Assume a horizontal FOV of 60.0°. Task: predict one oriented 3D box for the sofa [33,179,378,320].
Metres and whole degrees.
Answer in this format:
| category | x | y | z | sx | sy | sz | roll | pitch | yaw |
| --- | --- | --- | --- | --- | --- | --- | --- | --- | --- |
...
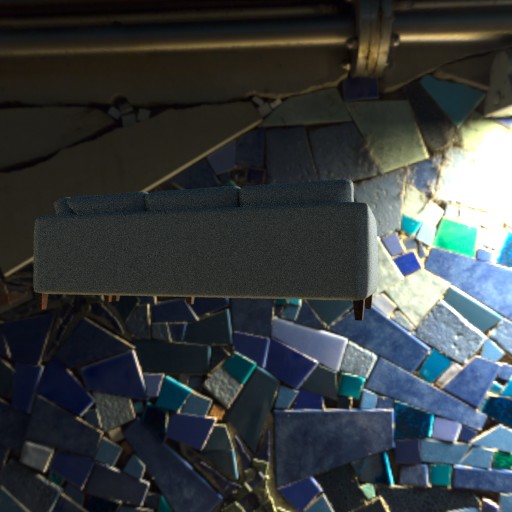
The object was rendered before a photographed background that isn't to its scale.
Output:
| category | x | y | z | sx | sy | sz | roll | pitch | yaw |
| --- | --- | --- | --- | --- | --- | --- | --- | --- | --- |
| sofa | 0.000 | 0.000 | 4.614 | 2.551 | 0.889 | 3.403 | -1 | -2 | 18 |
